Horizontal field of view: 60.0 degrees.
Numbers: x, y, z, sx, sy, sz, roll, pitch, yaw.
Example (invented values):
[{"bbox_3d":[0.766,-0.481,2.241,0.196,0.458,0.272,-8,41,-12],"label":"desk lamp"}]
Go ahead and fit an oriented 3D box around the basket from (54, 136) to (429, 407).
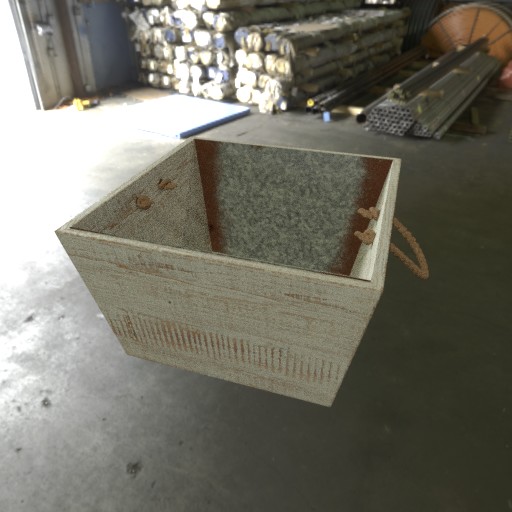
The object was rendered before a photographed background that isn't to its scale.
[{"bbox_3d":[0.000,0.000,0.748,0.545,0.247,0.413,10,34,15],"label":"basket"}]
